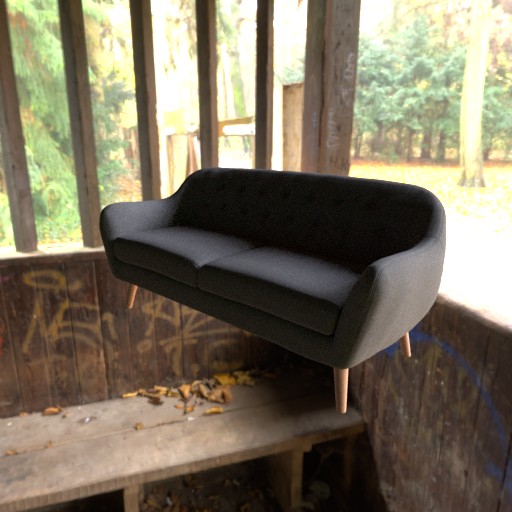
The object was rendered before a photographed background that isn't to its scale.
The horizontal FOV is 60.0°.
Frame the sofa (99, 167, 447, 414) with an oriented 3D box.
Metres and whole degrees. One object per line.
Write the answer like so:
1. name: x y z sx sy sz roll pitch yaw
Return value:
1. sofa: 0.000 0.000 2.325 1.840 0.820 0.820 14 21 41
